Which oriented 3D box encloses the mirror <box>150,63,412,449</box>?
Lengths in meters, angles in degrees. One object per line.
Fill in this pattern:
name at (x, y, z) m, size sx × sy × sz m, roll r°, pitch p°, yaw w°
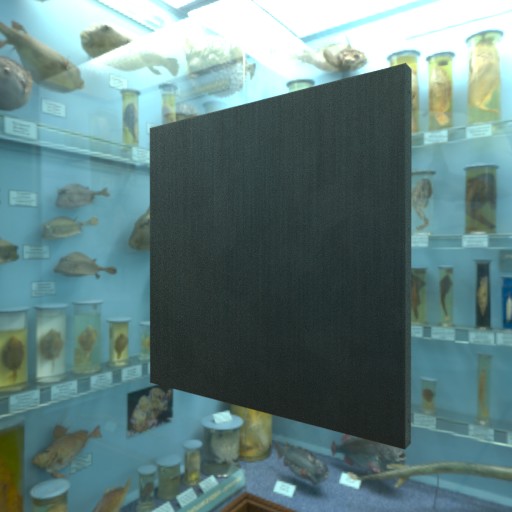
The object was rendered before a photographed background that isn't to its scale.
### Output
mirror at (0.000, 0.000, 0.557) m, size 0.382 × 0.381 × 0.020 m, roll 0°, pitch 0°, yaw 37°
